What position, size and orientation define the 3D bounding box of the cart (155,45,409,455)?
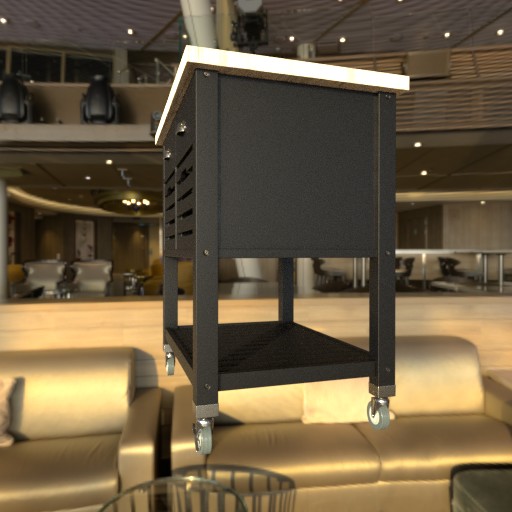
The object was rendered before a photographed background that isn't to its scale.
[{"bbox_3d":[0.000,0.000,1.427,0.567,0.920,0.797,0,1,-18],"label":"cart"}]
